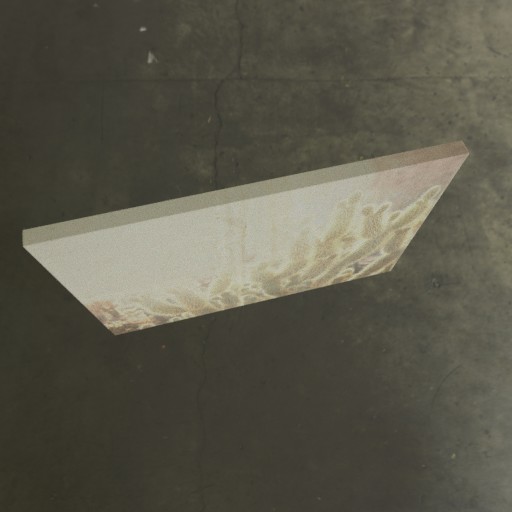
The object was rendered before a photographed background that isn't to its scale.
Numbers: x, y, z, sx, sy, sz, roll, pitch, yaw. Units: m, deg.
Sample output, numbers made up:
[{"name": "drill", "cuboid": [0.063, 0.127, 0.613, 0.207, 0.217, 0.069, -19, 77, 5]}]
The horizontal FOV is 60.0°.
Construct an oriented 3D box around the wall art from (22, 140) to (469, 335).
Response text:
[{"name": "wall art", "cuboid": [0.000, 0.000, 1.164, 0.916, 0.608, 0.040, -13, 65, -6]}]
